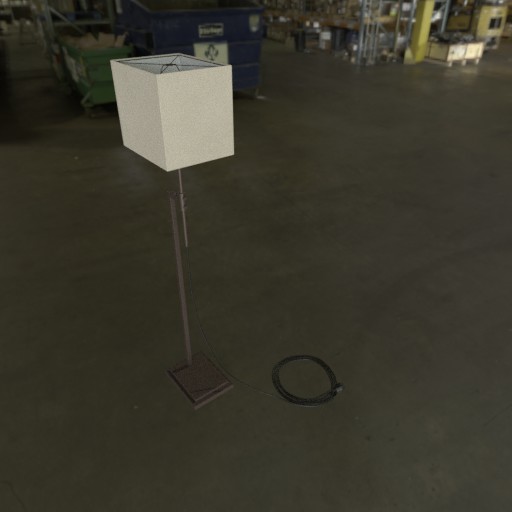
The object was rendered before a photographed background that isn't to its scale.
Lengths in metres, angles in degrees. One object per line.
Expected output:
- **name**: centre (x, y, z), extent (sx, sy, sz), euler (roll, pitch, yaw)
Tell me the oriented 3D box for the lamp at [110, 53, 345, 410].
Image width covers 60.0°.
- **lamp**: centre (0.000, 0.000, 1.972), extent (0.774, 1.600, 0.698), euler (-23, 39, -31)
